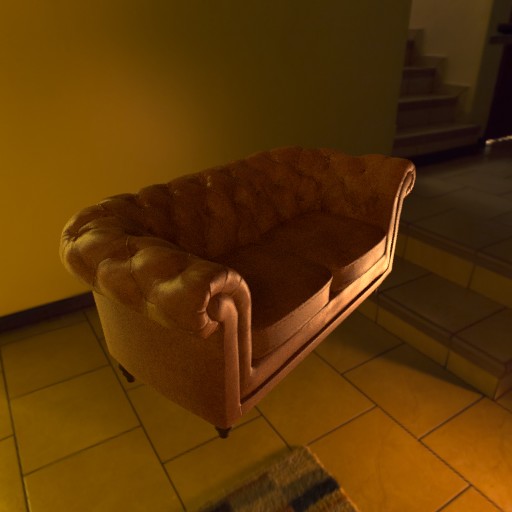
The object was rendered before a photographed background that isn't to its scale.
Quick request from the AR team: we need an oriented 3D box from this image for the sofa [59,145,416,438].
[{"bbox_3d":[0.000,0.000,2.447,1.042,0.877,1.979,19,32,33],"label":"sofa"}]
